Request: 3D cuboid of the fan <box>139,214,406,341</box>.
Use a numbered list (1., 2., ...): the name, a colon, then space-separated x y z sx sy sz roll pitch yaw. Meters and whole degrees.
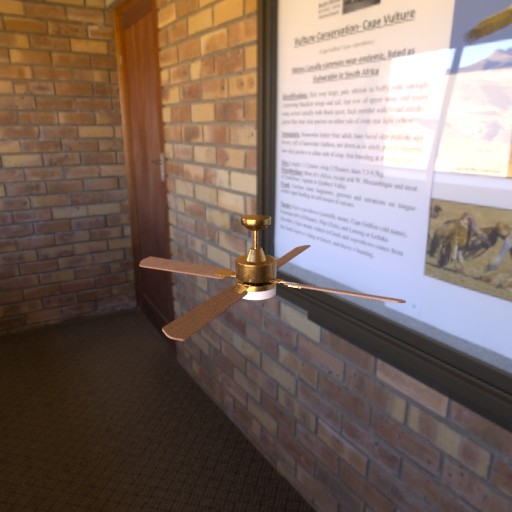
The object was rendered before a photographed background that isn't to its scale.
1. fan: 0.000 0.000 2.006 1.320 0.355 1.320 8 18 25
